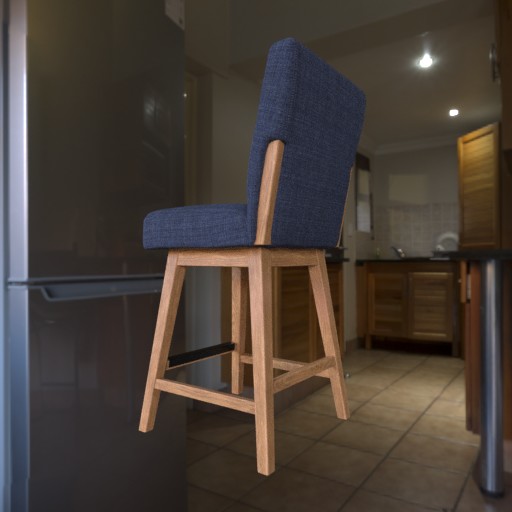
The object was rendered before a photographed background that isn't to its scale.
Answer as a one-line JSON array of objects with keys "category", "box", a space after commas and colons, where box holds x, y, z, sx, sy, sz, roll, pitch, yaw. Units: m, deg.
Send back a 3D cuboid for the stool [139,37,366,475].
[{"category": "stool", "box": [0.000, 0.000, 1.318, 0.526, 1.010, 0.459, 0, 0, 36]}]
